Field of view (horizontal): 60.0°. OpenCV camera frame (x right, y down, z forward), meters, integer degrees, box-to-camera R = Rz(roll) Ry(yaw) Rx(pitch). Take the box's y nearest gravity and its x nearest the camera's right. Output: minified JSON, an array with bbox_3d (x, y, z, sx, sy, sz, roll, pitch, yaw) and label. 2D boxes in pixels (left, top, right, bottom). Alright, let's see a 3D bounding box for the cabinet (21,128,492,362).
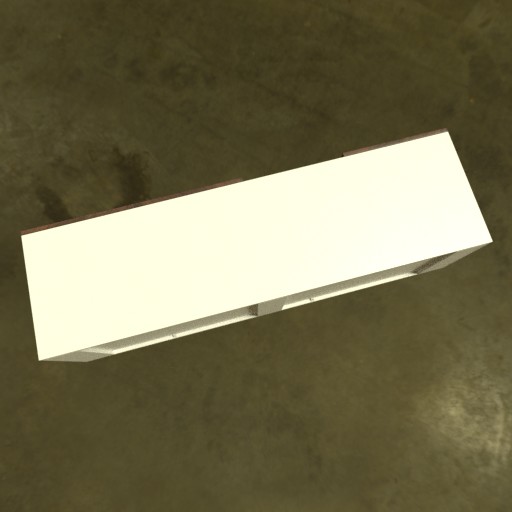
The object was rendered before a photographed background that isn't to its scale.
[{"bbox_3d":[0.000,0.000,1.722,1.499,0.533,0.431,-14,76,-4],"label":"cabinet"}]
